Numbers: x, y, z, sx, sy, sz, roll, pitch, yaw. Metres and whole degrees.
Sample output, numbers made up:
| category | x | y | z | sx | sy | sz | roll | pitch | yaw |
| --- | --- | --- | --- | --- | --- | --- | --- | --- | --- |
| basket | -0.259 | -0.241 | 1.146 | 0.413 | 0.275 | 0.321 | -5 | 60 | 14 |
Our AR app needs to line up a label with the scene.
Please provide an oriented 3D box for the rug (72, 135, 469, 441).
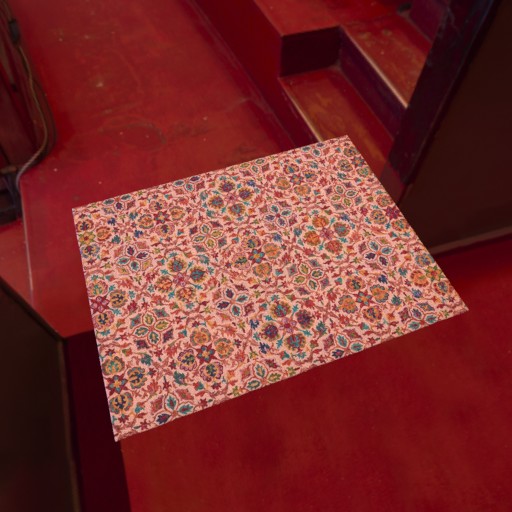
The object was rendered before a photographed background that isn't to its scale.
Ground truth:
| category | x | y | z | sx | sy | sz | roll | pitch | yaw |
| --- | --- | --- | --- | --- | --- | --- | --- | --- | --- |
| rug | 0.000 | 0.000 | 4.333 | 3.215 | 0.020 | 2.446 | -17 | 59 | -11 |
